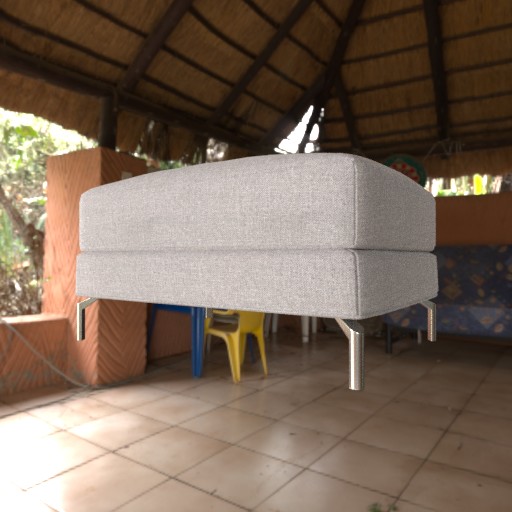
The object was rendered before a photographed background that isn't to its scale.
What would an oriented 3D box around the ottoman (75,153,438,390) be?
[{"bbox_3d":[0.000,0.000,1.203,0.838,0.457,0.584,0,0,34],"label":"ottoman"}]
